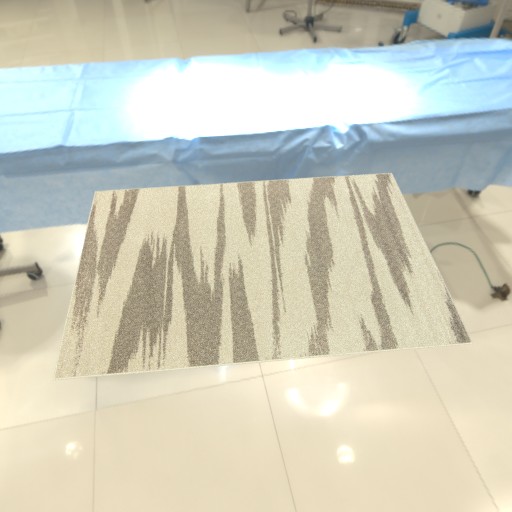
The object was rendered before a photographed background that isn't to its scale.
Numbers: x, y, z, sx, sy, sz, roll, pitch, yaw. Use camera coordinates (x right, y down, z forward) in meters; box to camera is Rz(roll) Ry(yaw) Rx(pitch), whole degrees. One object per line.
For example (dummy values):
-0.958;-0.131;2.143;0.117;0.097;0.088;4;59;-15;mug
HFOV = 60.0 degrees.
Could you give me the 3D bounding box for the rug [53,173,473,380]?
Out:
0.000;0.000;2.313;1.827;0.008;1.225;-4;49;-4;rug
